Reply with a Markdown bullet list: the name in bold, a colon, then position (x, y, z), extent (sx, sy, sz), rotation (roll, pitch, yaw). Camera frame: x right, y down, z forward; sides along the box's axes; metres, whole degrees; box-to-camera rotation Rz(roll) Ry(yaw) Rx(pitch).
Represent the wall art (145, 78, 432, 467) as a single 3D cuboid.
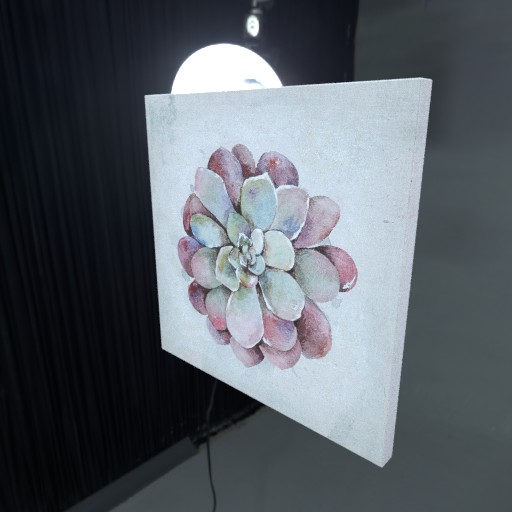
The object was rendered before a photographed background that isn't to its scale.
- **wall art**: position (0.000, 0.000, 0.859), extent (0.605, 0.605, 0.044), rotation (15, 22, 40)
